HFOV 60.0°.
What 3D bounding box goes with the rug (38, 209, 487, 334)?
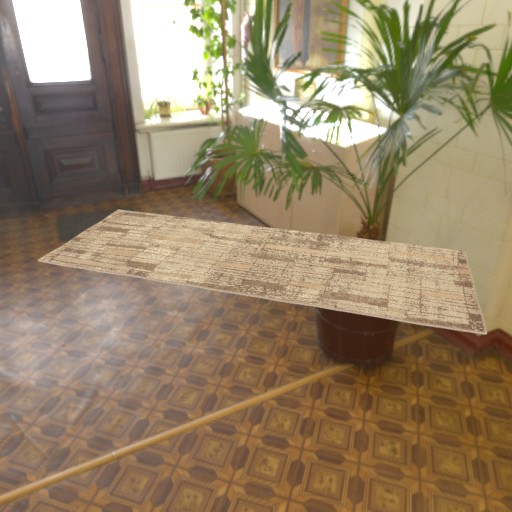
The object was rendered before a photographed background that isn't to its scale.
[{"bbox_3d":[0.000,0.000,2.612,2.383,0.018,0.857,8,28,15],"label":"rug"}]
